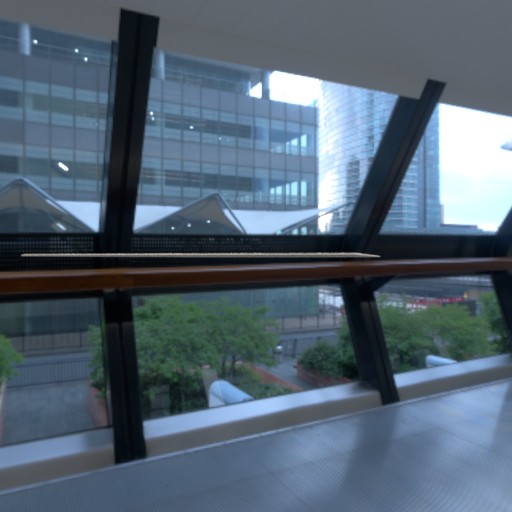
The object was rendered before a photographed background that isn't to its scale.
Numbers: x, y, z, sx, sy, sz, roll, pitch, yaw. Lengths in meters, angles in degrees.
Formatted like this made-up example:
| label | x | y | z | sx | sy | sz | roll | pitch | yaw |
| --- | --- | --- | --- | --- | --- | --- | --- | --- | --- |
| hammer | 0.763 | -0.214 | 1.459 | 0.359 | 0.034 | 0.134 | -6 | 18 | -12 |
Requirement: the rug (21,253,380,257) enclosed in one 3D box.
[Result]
| label | x | y | z | sx | sy | sz | roll | pitch | yaw |
| --- | --- | --- | --- | --- | --- | --- | --- | --- | --- |
| rug | 0.000 | 0.000 | 2.999 | 1.536 | 0.012 | 2.431 | 0 | 0 | 18 |
